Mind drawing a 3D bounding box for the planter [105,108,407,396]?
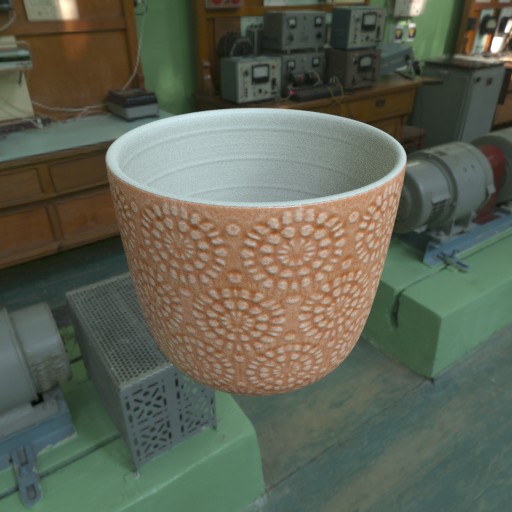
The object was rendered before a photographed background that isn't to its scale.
[{"bbox_3d":[0.000,0.000,0.366,0.208,0.190,0.208,0,32,0],"label":"planter"}]
